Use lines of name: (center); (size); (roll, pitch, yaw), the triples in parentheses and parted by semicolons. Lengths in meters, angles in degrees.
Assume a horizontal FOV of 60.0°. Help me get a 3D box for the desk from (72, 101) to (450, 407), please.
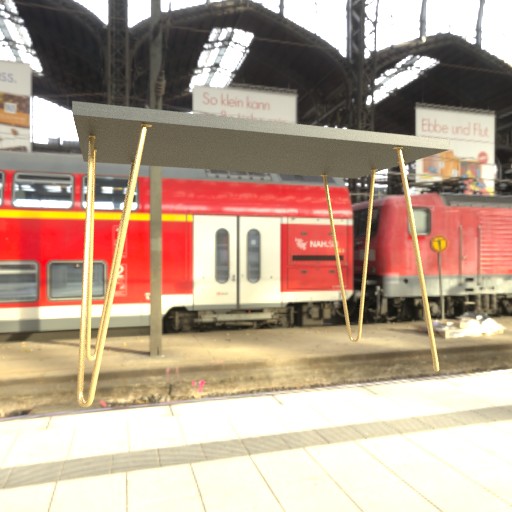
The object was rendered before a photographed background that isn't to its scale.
desk: (0.000, 0.000, 1.336); (0.991, 0.660, 0.499); (0, 0, -19)
